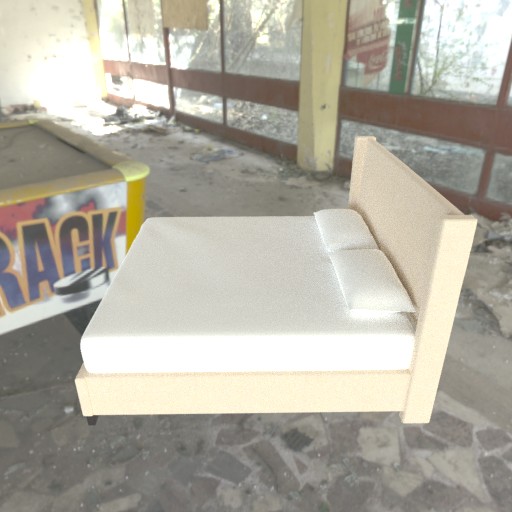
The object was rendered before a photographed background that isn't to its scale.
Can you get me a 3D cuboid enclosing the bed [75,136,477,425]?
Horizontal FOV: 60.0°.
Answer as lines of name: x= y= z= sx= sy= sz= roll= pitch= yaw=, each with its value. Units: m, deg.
bed: x=0.000 y=0.000 z=3.576 sx=2.293 sy=1.471 sz=2.145 roll=0 pitch=27 yaw=-1
